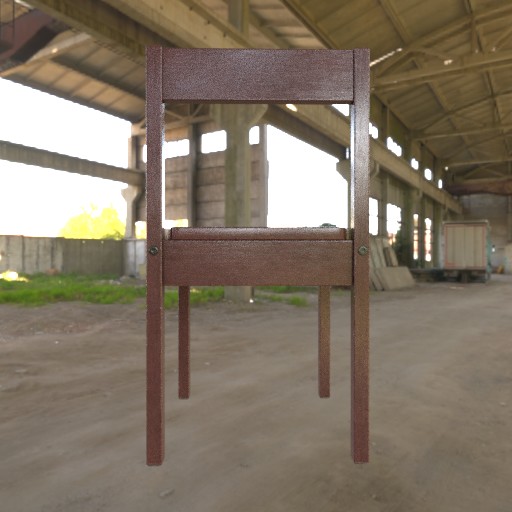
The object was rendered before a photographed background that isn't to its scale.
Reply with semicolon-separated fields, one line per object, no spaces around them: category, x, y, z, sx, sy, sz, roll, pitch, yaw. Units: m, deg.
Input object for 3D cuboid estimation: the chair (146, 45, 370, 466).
chair;0.000;0.000;0.882;0.367;0.668;0.361;0;0;-1
